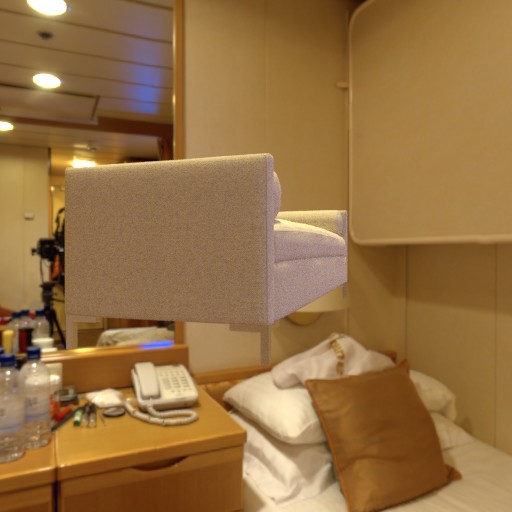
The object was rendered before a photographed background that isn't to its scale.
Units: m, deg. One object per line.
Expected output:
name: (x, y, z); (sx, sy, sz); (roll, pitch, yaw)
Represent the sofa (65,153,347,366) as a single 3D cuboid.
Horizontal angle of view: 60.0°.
sofa: (0.000, 0.000, 2.451); (0.797, 0.655, 2.102); (0, 1, 18)
